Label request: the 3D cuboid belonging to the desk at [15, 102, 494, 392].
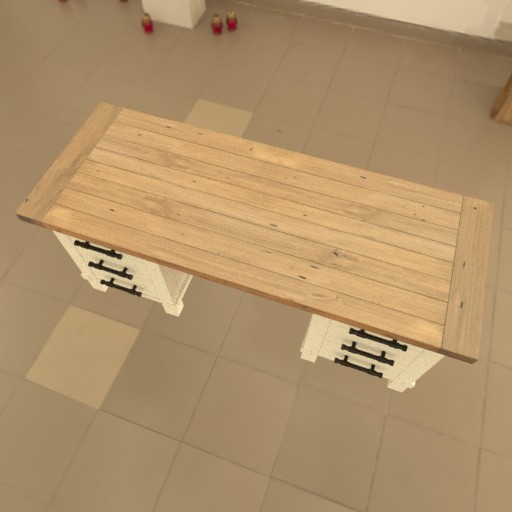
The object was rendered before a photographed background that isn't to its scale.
[{"bbox_3d":[0.000,0.000,2.113,1.803,0.760,0.688,17,61,10],"label":"desk"}]
